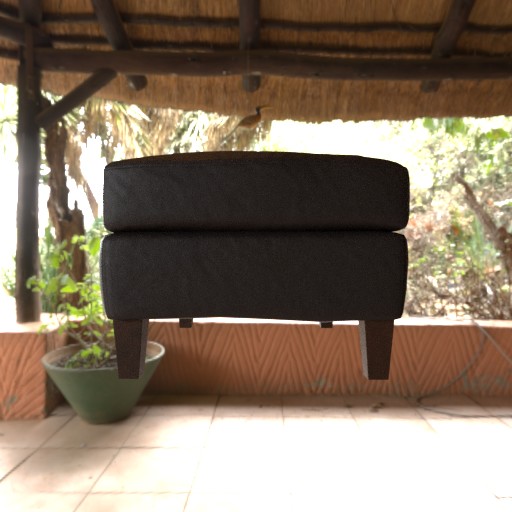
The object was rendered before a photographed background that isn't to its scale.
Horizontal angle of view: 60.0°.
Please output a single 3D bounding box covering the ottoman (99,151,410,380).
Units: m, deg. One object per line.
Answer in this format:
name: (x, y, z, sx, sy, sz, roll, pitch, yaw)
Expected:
ottoman: (0.000, 0.000, 1.315, 0.659, 0.529, 0.887, 0, -1, 0)
